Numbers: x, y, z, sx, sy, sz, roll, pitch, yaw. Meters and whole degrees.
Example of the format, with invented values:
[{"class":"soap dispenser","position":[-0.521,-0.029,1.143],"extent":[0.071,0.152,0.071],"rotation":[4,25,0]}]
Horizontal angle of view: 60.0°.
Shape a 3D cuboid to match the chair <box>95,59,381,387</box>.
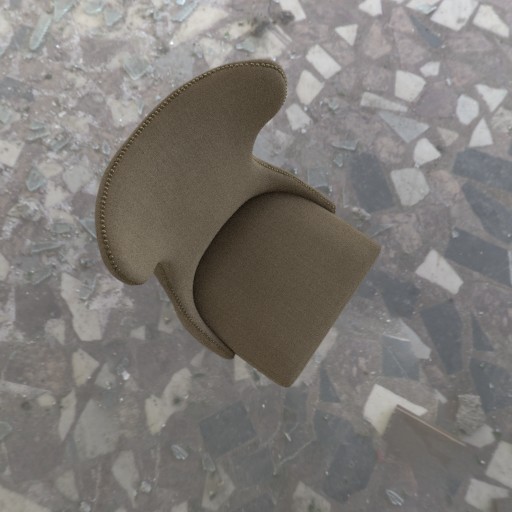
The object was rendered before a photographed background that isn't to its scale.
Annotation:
[{"class":"chair","position":[0.000,0.000,1.374],"extent":[0.635,0.967,0.628],"rotation":[35,78,8]}]
